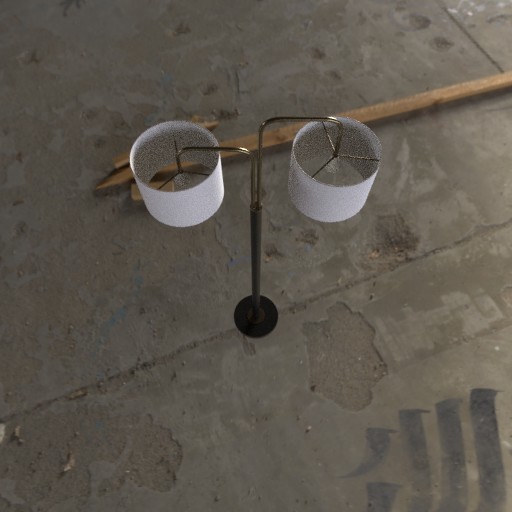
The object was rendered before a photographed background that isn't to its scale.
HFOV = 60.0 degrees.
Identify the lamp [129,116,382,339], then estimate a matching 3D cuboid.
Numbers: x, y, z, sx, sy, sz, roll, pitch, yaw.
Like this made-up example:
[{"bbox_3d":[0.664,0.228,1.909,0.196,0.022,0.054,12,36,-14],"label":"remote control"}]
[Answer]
[{"bbox_3d":[0.000,0.000,1.840,0.711,1.587,0.254,-2,64,-1],"label":"lamp"}]
